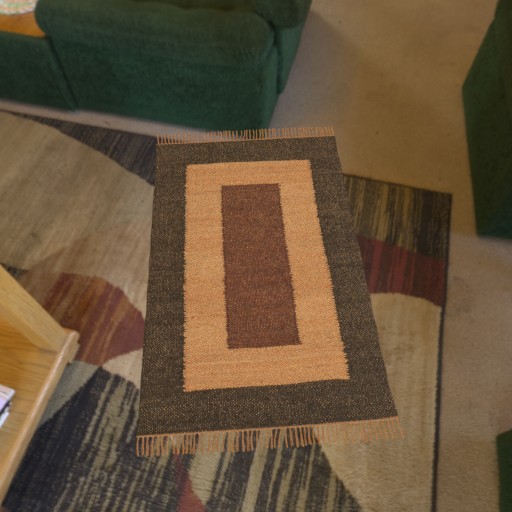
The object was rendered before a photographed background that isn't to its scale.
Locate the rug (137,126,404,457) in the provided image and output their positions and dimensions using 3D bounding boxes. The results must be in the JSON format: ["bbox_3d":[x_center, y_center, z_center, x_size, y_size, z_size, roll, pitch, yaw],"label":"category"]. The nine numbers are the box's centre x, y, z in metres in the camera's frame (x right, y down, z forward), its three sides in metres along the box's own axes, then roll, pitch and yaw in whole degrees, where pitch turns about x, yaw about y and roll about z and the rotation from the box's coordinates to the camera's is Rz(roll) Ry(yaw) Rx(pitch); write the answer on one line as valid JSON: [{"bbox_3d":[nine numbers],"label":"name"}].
[{"bbox_3d":[0.000,0.000,1.899,0.920,0.013,1.541,-3,59,-2],"label":"rug"}]
